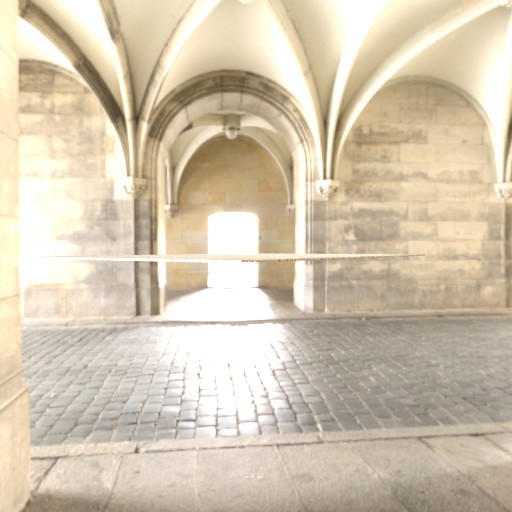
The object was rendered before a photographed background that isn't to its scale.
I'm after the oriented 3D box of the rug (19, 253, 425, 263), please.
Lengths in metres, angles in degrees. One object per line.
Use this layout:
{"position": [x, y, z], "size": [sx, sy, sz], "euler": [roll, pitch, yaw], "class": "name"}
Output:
{"position": [0.000, 0.000, 2.295], "size": [1.211, 0.007, 1.827], "euler": [1, 1, 36], "class": "rug"}
